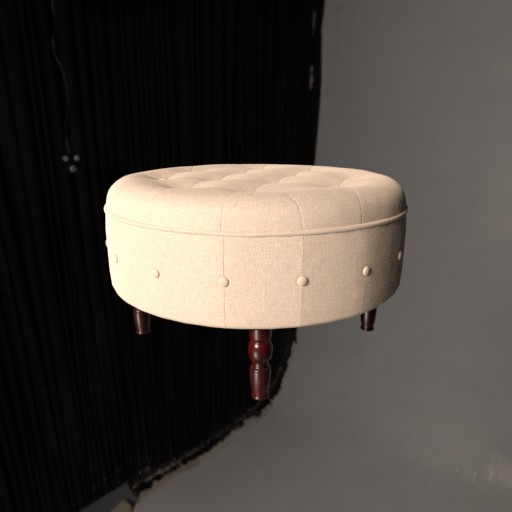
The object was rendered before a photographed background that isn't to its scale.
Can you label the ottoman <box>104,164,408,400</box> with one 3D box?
[{"bbox_3d":[0.000,0.000,1.347,0.848,0.494,0.848,0,16,0],"label":"ottoman"}]
